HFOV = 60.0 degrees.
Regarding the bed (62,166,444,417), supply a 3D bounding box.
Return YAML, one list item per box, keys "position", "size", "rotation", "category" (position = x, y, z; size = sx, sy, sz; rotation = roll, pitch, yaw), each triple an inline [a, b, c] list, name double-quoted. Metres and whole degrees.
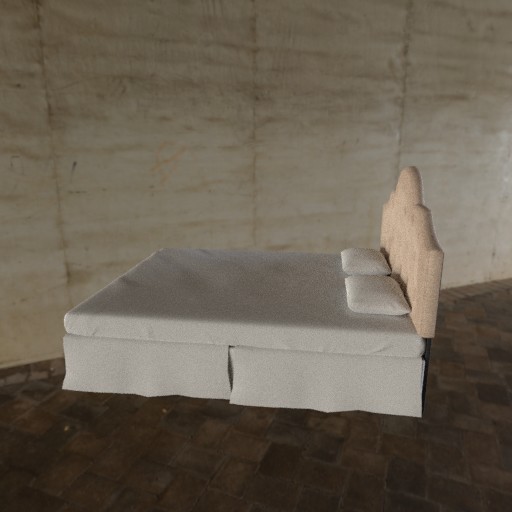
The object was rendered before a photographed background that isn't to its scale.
- position: [0.000, 0.000, 2.962]
  size: [1.970, 1.194, 1.667]
  rotation: [2, 15, 8]
  category: "bed"
